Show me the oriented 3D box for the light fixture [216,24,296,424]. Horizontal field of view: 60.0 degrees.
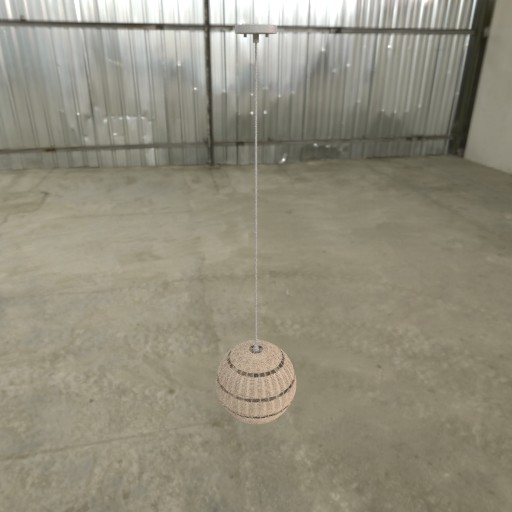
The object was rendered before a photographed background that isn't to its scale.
[{"bbox_3d":[0.000,0.000,2.186,0.457,2.019,0.457,8,26,16],"label":"light fixture"}]
